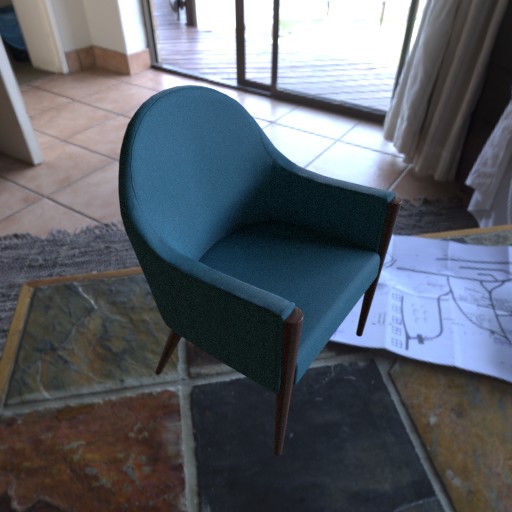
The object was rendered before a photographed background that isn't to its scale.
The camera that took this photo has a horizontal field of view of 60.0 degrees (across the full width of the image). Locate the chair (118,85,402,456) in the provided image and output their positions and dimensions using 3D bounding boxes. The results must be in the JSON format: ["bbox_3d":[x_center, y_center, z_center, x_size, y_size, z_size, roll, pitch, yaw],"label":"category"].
[{"bbox_3d":[0.000,0.000,1.386,0.652,0.907,0.656,24,45,27],"label":"chair"}]
